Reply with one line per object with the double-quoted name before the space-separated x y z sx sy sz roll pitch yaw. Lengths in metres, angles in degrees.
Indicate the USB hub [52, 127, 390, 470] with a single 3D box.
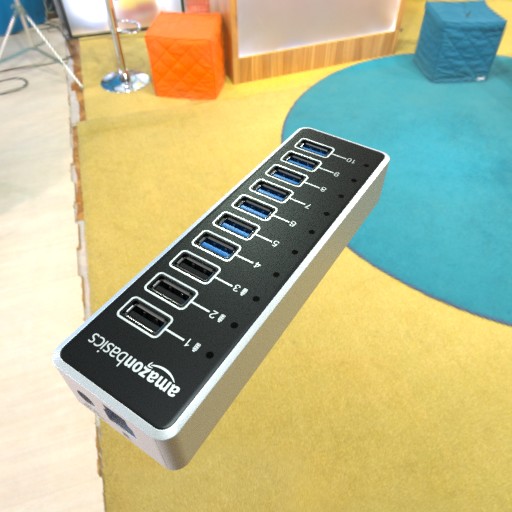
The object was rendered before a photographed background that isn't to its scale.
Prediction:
"USB hub" 0.000 0.000 0.163 0.044 0.023 0.145 26 52 22
